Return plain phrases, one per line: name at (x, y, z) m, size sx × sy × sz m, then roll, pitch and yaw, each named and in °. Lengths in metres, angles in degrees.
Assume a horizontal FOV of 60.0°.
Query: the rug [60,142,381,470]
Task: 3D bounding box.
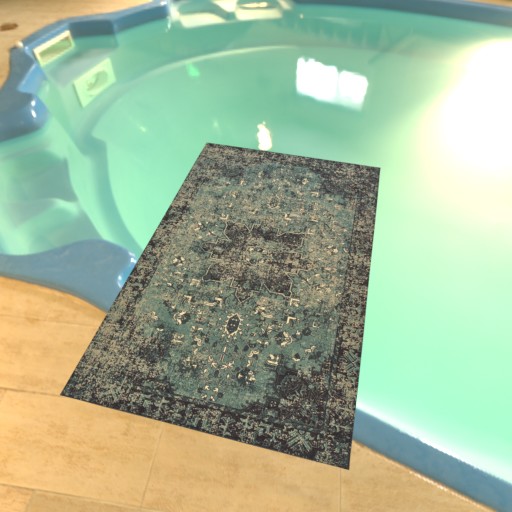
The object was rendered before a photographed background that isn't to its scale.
rug at (0.000, 0.000, 3.012) m, size 1.525 × 0.007 × 2.440 m, roll 11°, pitch 48°, yaw 10°
